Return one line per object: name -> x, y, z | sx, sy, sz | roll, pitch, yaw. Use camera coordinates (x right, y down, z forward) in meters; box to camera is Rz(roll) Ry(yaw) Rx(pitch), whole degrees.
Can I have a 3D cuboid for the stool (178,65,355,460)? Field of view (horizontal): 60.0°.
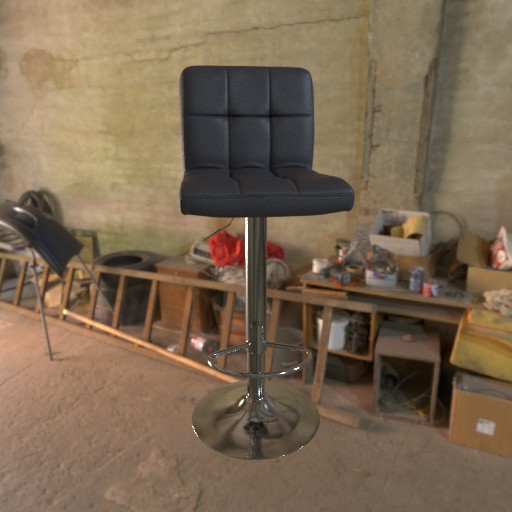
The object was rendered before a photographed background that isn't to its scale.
stool -> 0.000, 0.000, 1.331 | 0.430, 1.115, 0.505 | -2, 16, -7
